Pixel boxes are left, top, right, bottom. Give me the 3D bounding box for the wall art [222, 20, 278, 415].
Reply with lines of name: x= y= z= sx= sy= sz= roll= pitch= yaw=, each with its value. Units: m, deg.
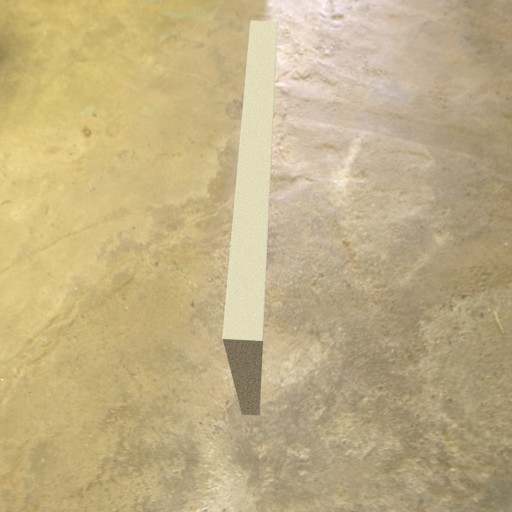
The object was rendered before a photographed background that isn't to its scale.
wall art: x=0.000 y=0.000 z=0.760 sx=0.039 sy=0.553 sz=0.451 roll=3 pitch=63 yaw=1
